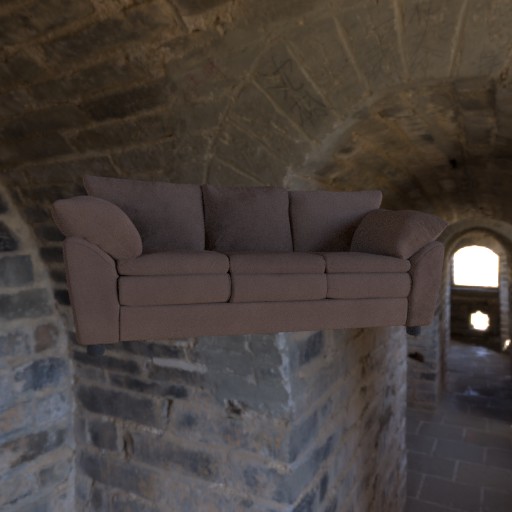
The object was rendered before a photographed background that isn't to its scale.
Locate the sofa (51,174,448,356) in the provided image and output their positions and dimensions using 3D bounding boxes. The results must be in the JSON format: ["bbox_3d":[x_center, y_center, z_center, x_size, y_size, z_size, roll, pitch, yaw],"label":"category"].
[{"bbox_3d":[0.000,0.000,2.865,2.336,1.015,0.878,0,0,-18],"label":"sofa"}]
